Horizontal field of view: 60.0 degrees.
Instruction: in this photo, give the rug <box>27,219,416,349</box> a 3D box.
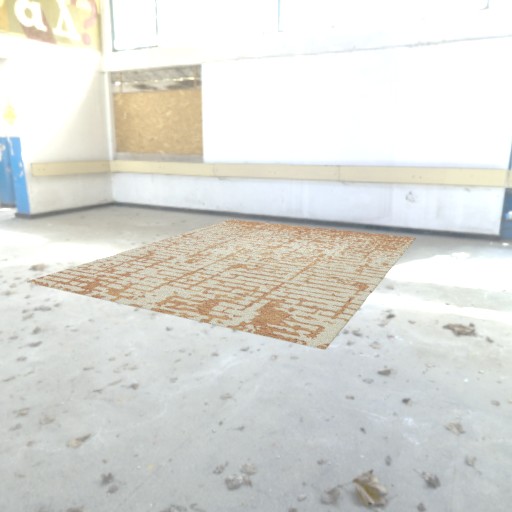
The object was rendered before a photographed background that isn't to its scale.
[{"bbox_3d":[0.000,0.000,4.201,2.441,0.011,3.050,8,17,27],"label":"rug"}]
